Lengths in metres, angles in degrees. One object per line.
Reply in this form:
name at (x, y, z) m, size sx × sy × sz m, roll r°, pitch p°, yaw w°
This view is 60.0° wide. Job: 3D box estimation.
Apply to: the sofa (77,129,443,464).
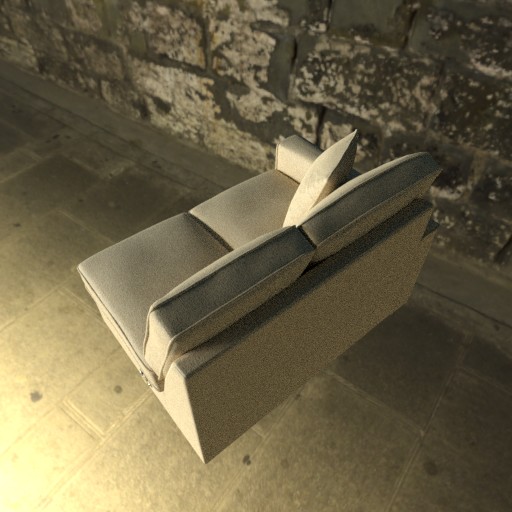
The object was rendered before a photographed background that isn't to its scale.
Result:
sofa at (0.000, 0.000, 2.073) m, size 1.388 × 0.989 × 0.991 m, roll -31°, pitch 55°, yaw -25°
